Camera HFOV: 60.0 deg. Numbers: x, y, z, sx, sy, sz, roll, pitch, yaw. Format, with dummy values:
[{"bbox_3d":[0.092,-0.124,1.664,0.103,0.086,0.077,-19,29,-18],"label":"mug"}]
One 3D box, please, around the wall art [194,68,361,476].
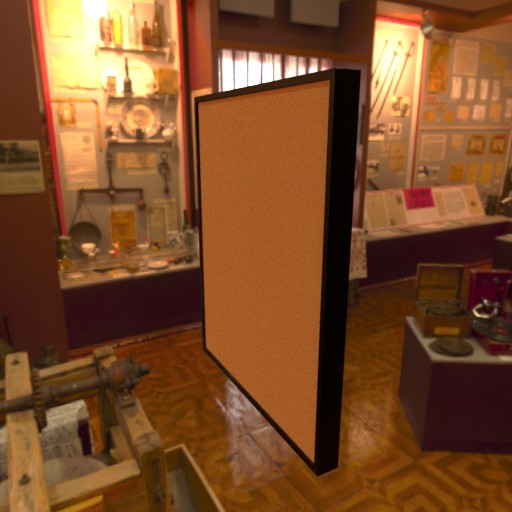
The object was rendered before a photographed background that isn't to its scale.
[{"bbox_3d":[0.000,0.000,0.773,0.039,0.553,0.451,-8,17,-27],"label":"wall art"}]
